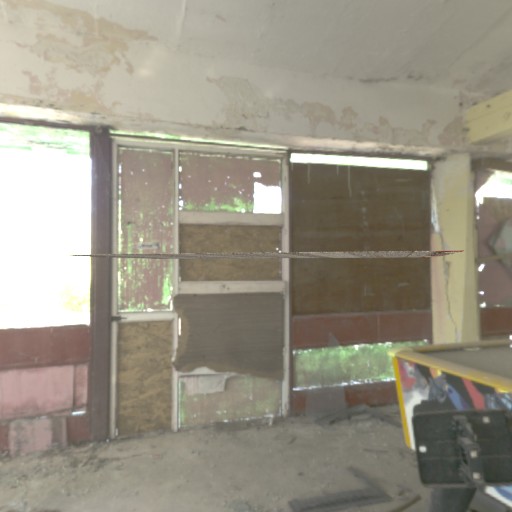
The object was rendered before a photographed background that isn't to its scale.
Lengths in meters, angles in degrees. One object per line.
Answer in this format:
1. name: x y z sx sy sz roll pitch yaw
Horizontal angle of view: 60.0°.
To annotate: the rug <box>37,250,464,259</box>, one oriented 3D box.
1. rug: 0.000 0.000 3.072 2.465 0.012 1.465 0 -1 17
